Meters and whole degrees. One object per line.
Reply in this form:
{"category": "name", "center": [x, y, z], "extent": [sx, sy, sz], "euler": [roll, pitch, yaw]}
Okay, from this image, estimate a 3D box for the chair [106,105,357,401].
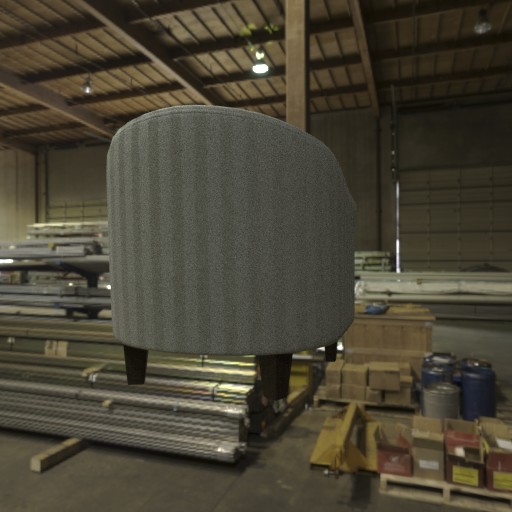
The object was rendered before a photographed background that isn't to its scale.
{"category": "chair", "center": [0.000, 0.000, 1.709], "extent": [0.756, 0.757, 1.288], "euler": [0, 0, 19]}
